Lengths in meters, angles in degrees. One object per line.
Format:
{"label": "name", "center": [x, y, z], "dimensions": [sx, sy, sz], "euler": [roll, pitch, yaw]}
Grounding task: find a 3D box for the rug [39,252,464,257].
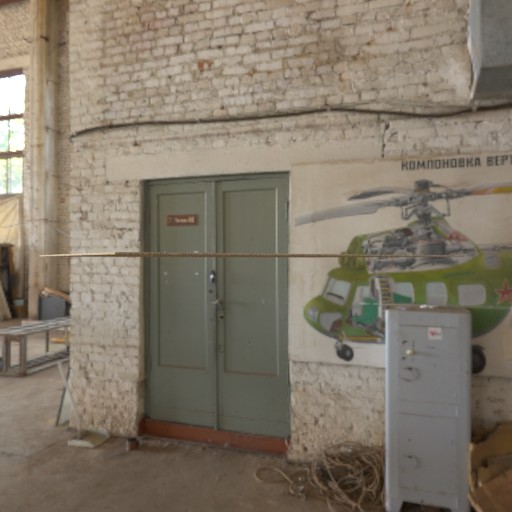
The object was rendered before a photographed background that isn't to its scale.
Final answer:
{"label": "rug", "center": [0.000, 0.000, 2.180], "dimensions": [1.752, 0.006, 1.142], "euler": [0, -1, -35]}
